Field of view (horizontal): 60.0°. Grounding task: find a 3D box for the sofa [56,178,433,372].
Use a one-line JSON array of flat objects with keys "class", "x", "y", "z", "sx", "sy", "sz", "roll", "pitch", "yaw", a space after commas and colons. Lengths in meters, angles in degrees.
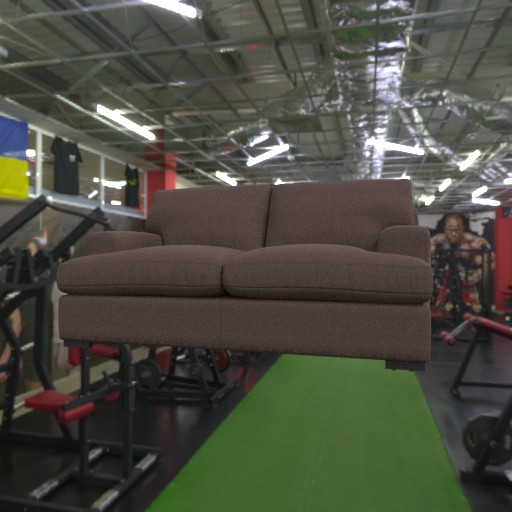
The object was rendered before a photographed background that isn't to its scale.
[{"class": "sofa", "x": 0.000, "y": 0.000, "z": 2.541, "sx": 1.869, "sy": 0.950, "sz": 1.140, "roll": 0, "pitch": 0, "yaw": 16}]
